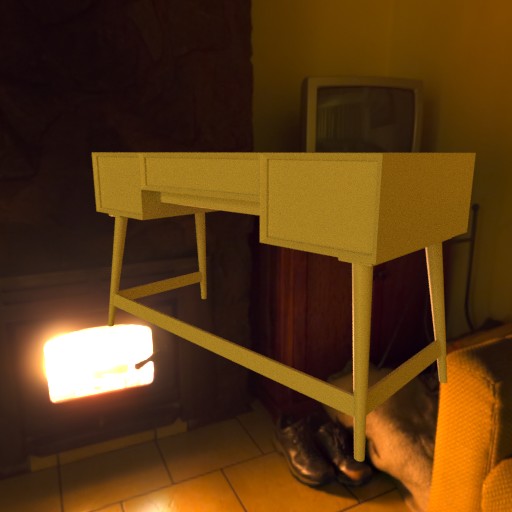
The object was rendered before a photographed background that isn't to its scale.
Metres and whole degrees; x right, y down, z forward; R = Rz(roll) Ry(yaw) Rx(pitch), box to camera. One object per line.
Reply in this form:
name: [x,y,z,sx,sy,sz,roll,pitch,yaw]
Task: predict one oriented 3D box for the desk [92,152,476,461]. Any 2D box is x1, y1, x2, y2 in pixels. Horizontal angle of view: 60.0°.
desk: [0.000,0.000,1.678,1.313,0.762,0.589,12,18,42]
